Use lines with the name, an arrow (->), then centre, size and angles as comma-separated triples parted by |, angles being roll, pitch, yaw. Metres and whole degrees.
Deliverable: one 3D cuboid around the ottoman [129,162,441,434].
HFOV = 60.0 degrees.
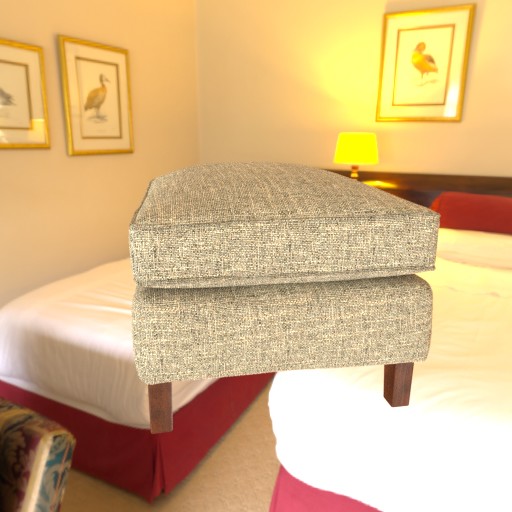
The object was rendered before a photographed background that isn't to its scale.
ottoman -> 0.000, 0.000, 0.985 | 0.508, 0.406, 0.686 | -3, 16, -9
